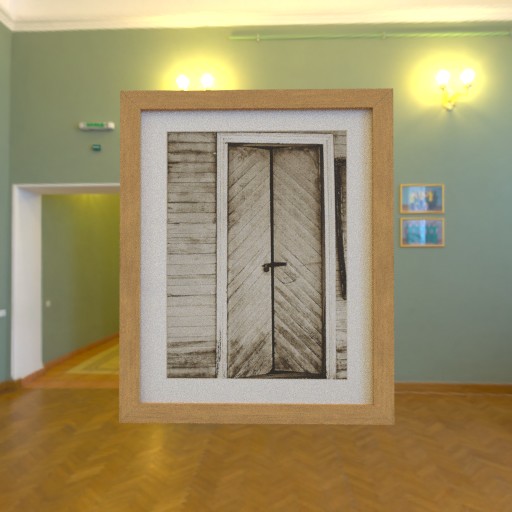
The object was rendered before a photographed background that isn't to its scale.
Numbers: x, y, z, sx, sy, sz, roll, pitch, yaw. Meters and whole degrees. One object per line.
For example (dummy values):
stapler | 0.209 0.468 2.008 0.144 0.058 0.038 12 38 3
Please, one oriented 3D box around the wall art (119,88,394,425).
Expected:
wall art | 0.000 0.000 0.753 0.460 0.561 0.020 0 -1 1
